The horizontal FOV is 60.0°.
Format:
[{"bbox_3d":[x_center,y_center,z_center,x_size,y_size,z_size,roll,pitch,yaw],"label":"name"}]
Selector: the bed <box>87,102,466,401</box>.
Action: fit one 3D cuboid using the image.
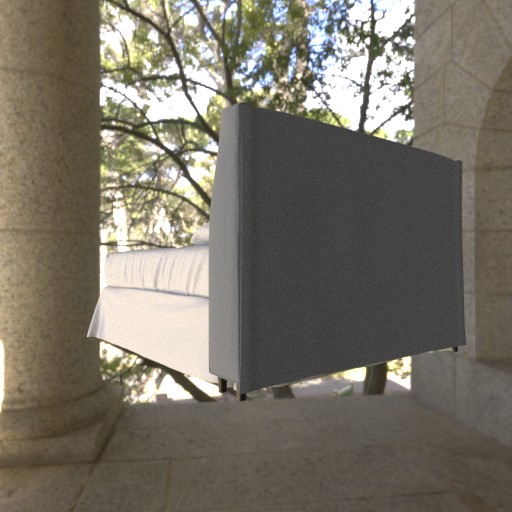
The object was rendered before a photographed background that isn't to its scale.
[{"bbox_3d":[0.000,0.000,3.374,1.925,1.332,2.276,1,-1,-37],"label":"bed"}]
